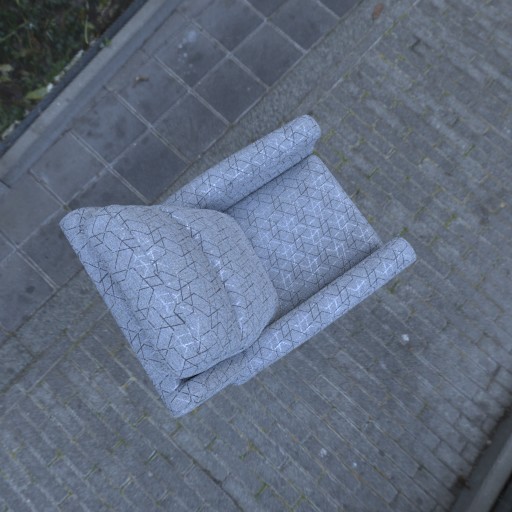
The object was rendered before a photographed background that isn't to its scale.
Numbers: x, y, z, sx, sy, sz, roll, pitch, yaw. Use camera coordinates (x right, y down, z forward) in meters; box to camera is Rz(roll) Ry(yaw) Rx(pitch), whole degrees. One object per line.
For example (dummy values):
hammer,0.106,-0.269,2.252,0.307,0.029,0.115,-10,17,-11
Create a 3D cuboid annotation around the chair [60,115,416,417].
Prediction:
chair,0.000,0.000,1.741,0.987,1.048,0.753,-33,79,-7
